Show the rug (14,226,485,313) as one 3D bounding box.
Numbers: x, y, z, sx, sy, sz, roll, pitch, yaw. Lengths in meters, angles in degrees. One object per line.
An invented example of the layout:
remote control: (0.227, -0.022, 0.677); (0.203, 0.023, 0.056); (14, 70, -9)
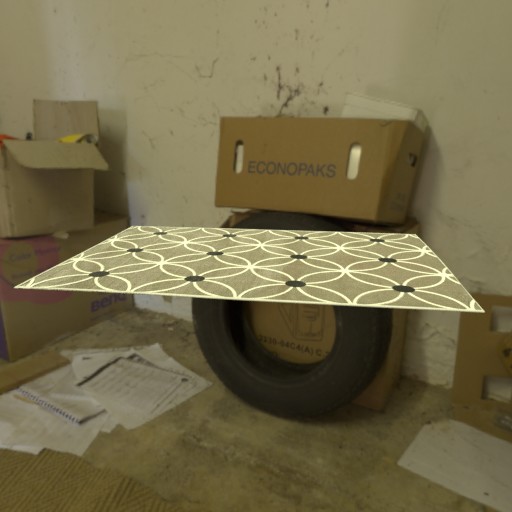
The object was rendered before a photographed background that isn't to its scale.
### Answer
rug: (0.000, 0.000, 2.832); (2.284, 0.008, 1.522); (2, 16, 8)
